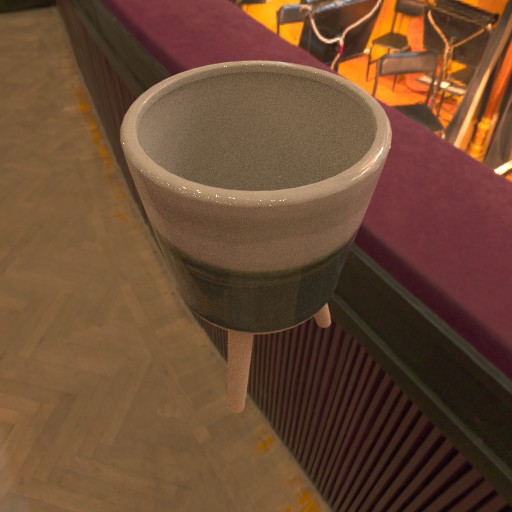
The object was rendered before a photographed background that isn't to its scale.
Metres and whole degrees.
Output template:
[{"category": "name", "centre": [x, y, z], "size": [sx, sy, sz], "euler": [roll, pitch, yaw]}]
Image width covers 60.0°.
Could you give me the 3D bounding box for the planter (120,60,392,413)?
[{"category": "planter", "centre": [0.000, 0.000, 0.478], "size": [0.217, 0.331, 0.217], "euler": [-25, 52, -22]}]
